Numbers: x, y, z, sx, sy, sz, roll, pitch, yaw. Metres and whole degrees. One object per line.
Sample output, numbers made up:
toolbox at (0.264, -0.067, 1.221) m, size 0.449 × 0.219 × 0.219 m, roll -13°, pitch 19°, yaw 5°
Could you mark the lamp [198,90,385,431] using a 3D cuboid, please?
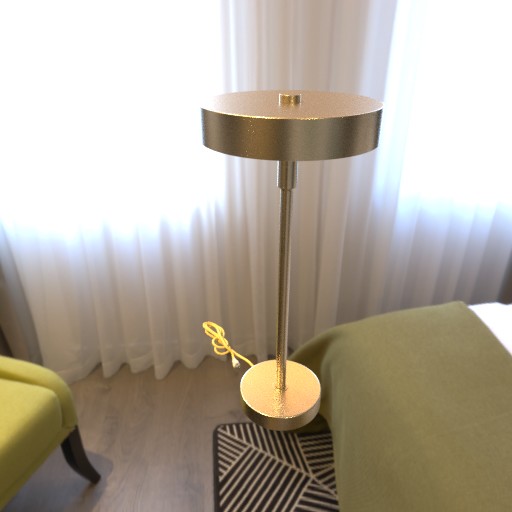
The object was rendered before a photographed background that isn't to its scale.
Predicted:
lamp at (0.000, 0.000, 0.714) m, size 0.229 × 0.508 × 0.369 m, roll -19°, pitch 33°, yaw -32°
